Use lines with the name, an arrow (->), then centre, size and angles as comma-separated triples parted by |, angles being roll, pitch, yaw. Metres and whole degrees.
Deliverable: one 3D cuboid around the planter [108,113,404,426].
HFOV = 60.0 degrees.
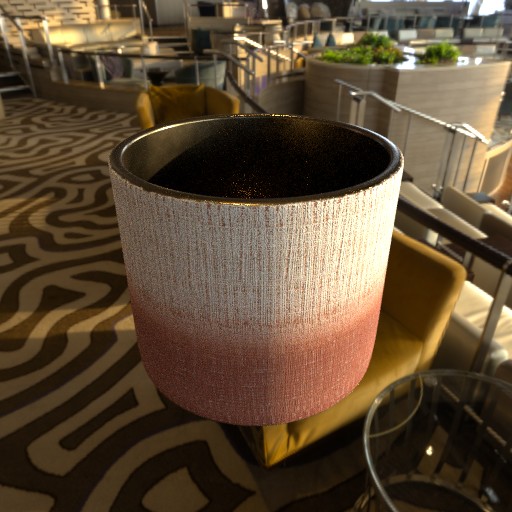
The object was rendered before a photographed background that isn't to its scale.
planter -> 0.000, 0.000, 0.311 | 0.178, 0.157, 0.178 | 0, 31, 0
